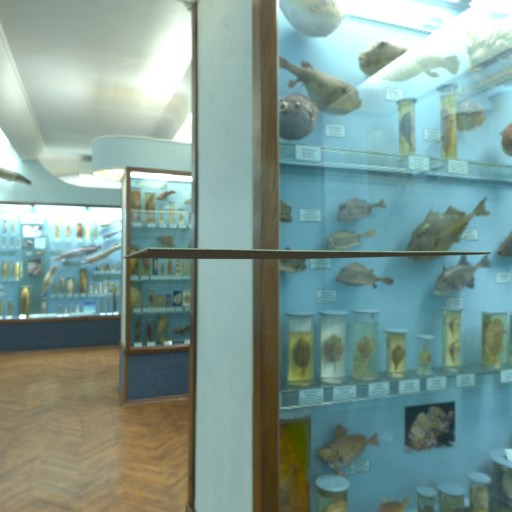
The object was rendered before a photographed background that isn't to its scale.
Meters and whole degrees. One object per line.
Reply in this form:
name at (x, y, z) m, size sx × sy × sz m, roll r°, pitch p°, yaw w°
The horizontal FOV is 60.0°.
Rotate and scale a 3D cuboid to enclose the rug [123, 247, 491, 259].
rug at (0.000, 0.000, 2.931) m, size 1.606 × 0.017 × 2.270 m, roll 0°, pitch -1°, yaw -19°
